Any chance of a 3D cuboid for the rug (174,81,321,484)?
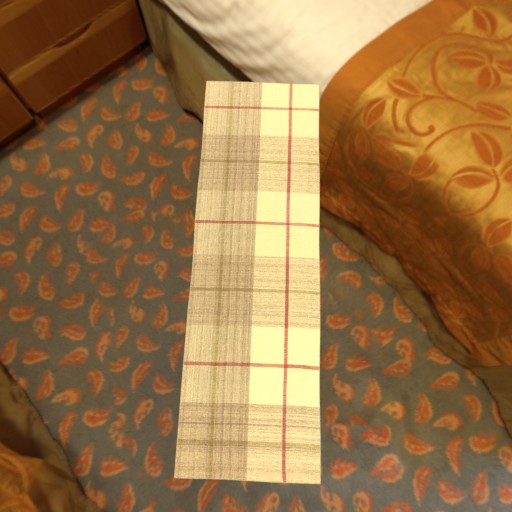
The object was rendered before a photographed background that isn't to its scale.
[{"bbox_3d":[0.000,0.000,2.646,0.762,0.013,2.439,2,74,1],"label":"rug"}]
